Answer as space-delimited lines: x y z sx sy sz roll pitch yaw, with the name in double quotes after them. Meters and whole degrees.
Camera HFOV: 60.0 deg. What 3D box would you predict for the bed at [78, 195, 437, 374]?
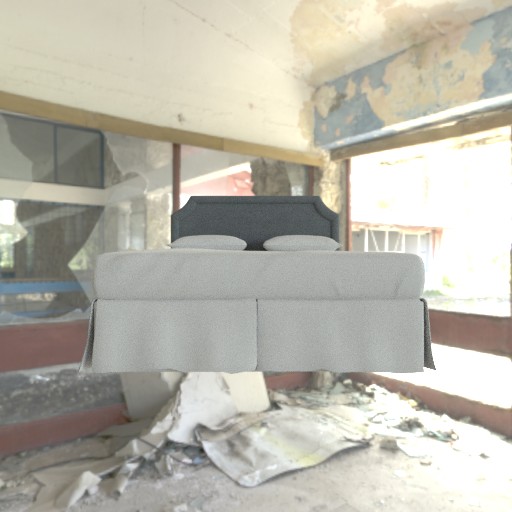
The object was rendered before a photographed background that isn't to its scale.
0.000 0.000 3.619 1.977 1.306 2.464 0 0 -1 "bed"
